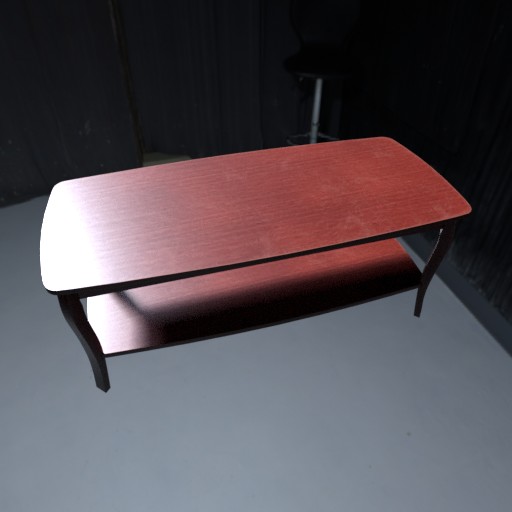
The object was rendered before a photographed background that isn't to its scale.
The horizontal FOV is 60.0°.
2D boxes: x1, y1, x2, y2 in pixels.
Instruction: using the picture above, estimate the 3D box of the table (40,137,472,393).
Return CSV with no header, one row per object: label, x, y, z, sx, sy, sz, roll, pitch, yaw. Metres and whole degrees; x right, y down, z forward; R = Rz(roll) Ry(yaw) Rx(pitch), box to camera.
table,0.000,0.000,1.489,1.216,0.473,0.561,-11,42,-12
